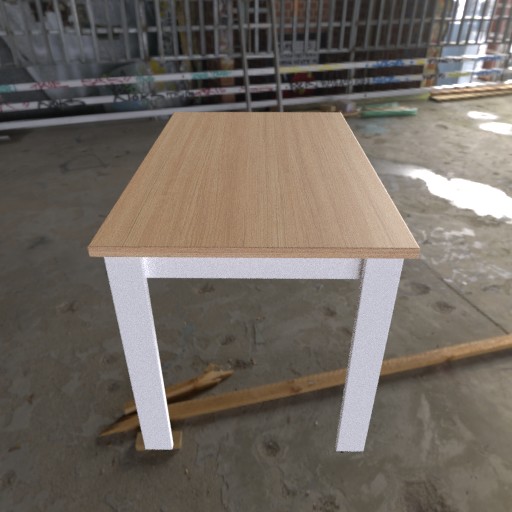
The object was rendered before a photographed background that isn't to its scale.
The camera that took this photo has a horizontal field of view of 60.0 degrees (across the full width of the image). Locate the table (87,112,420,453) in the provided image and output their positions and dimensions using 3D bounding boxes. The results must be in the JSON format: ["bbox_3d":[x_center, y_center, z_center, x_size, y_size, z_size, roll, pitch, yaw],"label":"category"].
[{"bbox_3d":[0.000,0.000,1.591,0.700,0.734,1.100,0,32,1],"label":"table"}]
